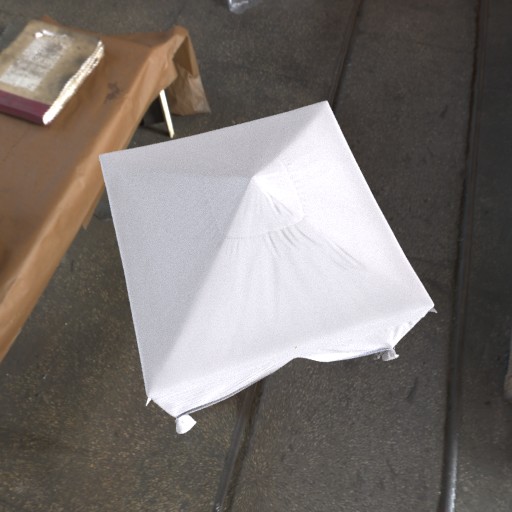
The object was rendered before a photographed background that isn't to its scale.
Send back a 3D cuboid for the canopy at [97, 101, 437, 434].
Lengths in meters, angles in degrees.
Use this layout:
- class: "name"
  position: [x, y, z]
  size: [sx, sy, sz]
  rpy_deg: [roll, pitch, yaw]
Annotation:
- class: "canopy"
  position: [0.000, 0.000, 5.404]
  size: [3.043, 2.997, 3.121]
  rpy_deg: [-16, 65, -8]
